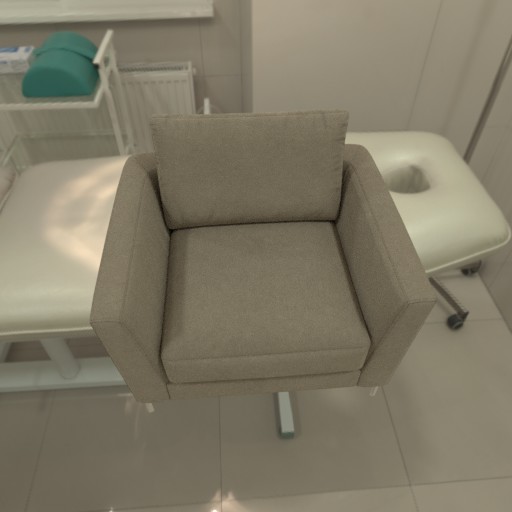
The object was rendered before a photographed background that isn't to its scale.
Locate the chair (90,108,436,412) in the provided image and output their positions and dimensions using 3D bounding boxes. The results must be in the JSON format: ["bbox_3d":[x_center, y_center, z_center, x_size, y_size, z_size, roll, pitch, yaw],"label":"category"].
[{"bbox_3d":[0.000,0.000,1.715,1.041,0.864,0.889,-3,47,-3],"label":"chair"}]
